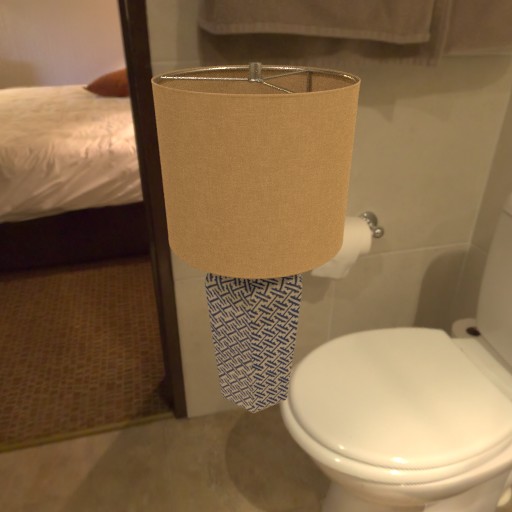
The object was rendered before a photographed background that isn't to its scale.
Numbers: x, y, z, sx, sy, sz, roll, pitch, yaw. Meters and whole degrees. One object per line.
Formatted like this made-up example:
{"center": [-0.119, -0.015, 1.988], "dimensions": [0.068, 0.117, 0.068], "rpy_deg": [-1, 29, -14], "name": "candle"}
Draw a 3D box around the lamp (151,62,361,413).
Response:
{"center": [0.000, 0.000, 0.849], "dimensions": [0.320, 0.682, 0.320], "rpy_deg": [21, 36, 33], "name": "lamp"}
